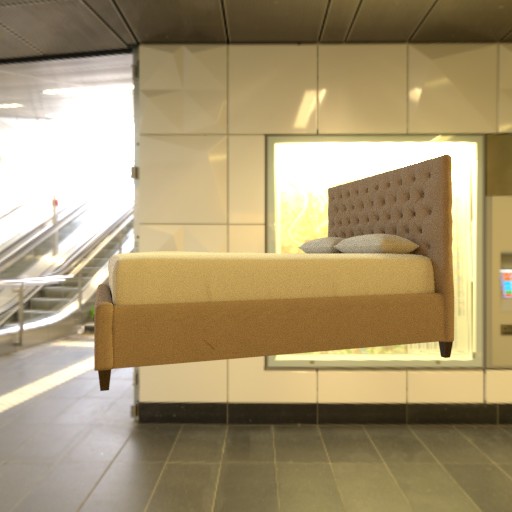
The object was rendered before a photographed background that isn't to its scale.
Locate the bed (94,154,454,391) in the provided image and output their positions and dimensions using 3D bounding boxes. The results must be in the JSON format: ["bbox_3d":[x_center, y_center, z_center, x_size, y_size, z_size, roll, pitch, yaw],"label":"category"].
[{"bbox_3d":[0.000,0.000,3.504,2.387,1.427,1.698,0,0,-19],"label":"bed"}]
